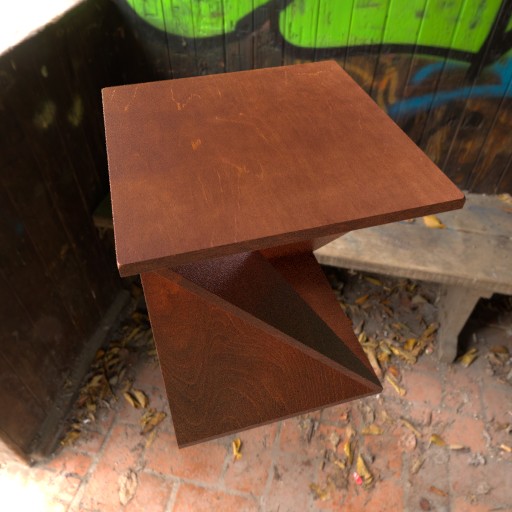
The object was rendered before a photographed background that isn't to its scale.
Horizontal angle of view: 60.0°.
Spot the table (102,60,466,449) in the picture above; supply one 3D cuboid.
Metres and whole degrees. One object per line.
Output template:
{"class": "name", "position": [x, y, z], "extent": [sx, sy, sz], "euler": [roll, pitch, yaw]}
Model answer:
{"class": "table", "position": [0.000, 0.000, 0.842], "extent": [0.427, 0.520, 0.427], "euler": [-12, 47, -11]}
